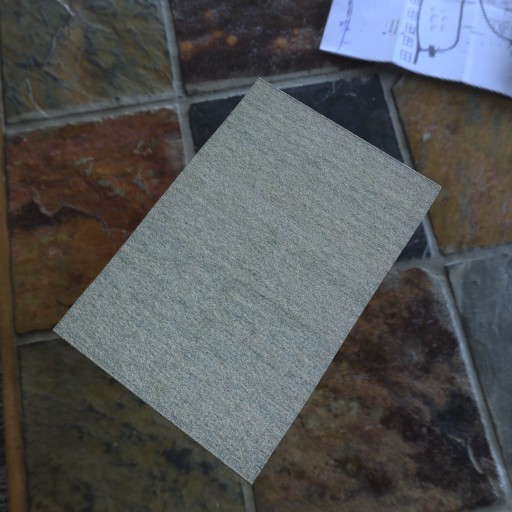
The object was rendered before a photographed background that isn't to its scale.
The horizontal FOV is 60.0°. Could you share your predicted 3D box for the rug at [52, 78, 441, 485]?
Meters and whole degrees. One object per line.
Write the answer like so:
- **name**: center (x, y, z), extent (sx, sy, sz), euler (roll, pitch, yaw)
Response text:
- **rug**: center (0.000, 0.000, 2.930), extent (1.547, 0.013, 2.283), euler (34, 77, 9)
